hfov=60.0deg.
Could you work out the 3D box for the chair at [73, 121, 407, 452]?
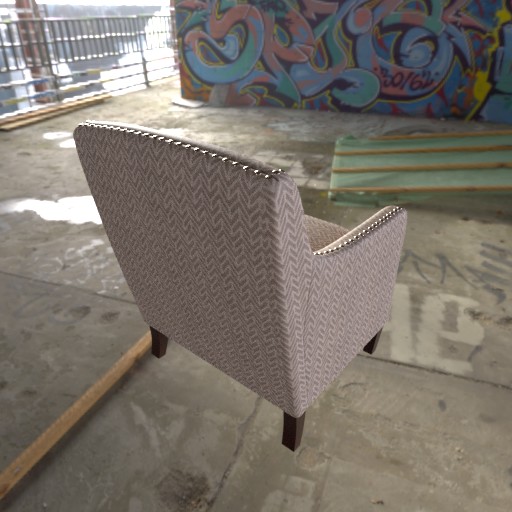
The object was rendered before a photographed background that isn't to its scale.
[{"bbox_3d":[0.000,0.000,1.291,0.623,0.816,0.651,22,36,34],"label":"chair"}]
